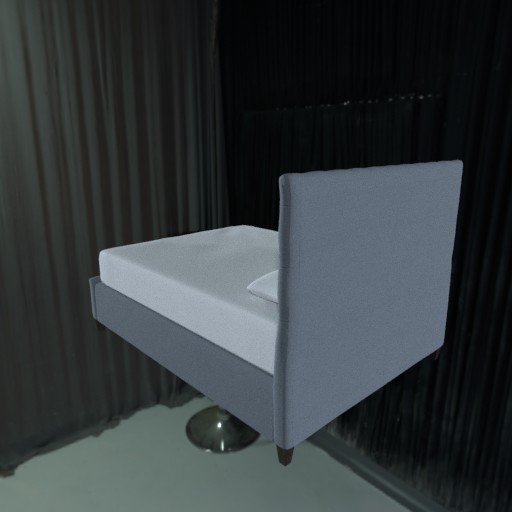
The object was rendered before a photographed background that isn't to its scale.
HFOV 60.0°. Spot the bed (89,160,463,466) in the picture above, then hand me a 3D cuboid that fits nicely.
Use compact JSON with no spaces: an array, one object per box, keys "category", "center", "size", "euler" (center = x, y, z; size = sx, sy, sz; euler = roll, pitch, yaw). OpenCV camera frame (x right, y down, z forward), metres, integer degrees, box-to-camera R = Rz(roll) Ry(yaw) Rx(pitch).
[{"category":"bed","center":[0.000,0.000,3.309],"size":[1.698,1.427,2.231],"euler":[-14,20,-41]}]
